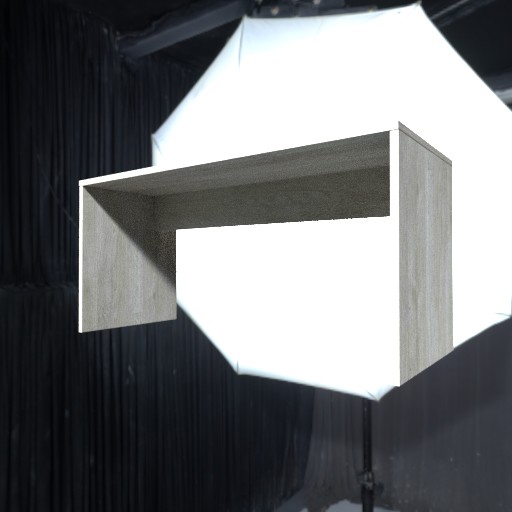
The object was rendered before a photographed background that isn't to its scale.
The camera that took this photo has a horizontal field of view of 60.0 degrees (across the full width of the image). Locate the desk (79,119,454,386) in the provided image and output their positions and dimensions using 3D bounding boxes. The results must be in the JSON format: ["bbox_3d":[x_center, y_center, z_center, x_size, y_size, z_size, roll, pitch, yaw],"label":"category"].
[{"bbox_3d":[0.000,0.000,2.046,1.600,0.752,0.802,-1,-1,37],"label":"desk"}]
